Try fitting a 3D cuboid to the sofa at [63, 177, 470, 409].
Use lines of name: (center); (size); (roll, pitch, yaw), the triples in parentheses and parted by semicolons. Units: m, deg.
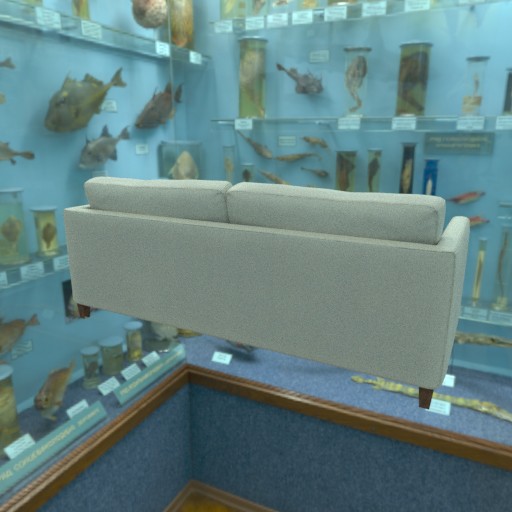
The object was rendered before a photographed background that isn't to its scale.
sofa: (0.000, 0.000, 2.785); (2.361, 0.968, 0.951); (8, 17, 27)
